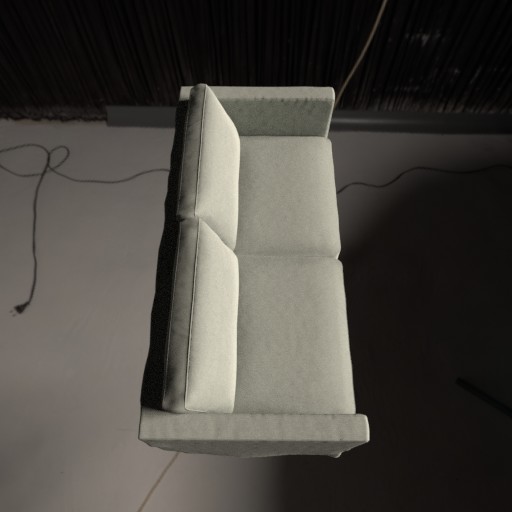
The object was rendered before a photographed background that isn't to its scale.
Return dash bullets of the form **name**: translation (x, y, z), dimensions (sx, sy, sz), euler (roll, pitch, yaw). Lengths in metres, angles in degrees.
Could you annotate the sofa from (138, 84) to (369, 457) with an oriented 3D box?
- **sofa**: translation (0.000, 0.000, 2.447), dimensions (0.940, 0.870, 1.987), euler (0, 63, 0)
